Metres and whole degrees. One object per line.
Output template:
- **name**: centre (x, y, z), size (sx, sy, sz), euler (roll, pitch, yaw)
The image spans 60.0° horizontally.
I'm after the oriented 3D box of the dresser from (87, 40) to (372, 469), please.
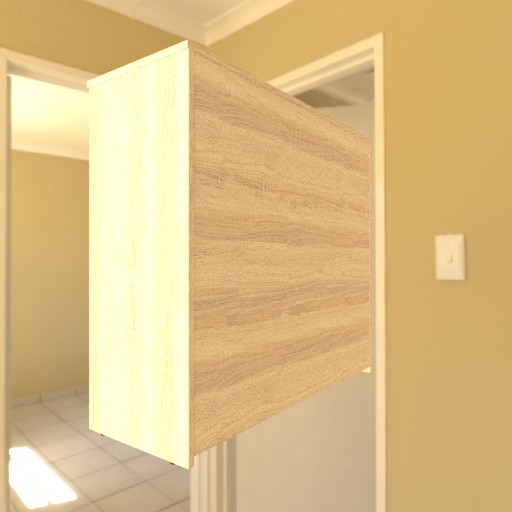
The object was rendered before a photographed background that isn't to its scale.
- **dresser**: centre (0.000, 0.000, 1.428), size (0.380, 0.900, 0.980), euler (0, 0, 37)
